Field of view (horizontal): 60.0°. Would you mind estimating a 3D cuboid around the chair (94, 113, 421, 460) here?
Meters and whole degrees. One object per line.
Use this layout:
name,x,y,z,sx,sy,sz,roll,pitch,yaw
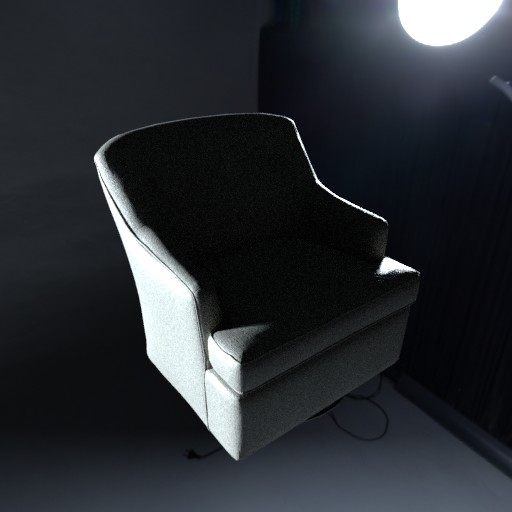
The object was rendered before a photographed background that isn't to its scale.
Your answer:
chair,0.000,0.000,1.634,0.864,0.856,0.923,-19,34,-31
